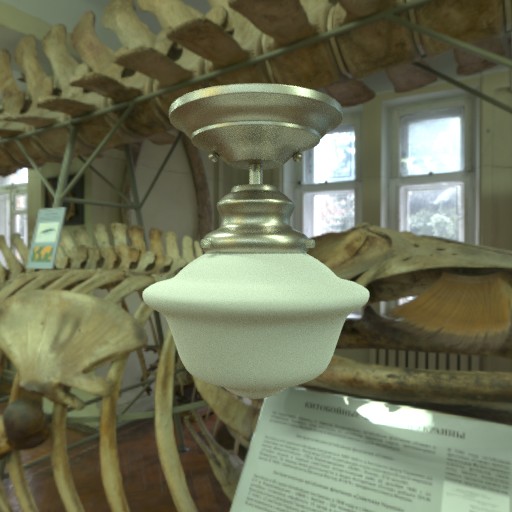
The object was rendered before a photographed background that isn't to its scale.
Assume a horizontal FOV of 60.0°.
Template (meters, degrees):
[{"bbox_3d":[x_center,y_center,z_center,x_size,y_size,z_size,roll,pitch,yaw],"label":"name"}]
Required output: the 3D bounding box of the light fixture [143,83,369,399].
[{"bbox_3d":[0.000,0.000,0.400,0.199,0.254,0.199,0,1,0],"label":"light fixture"}]
